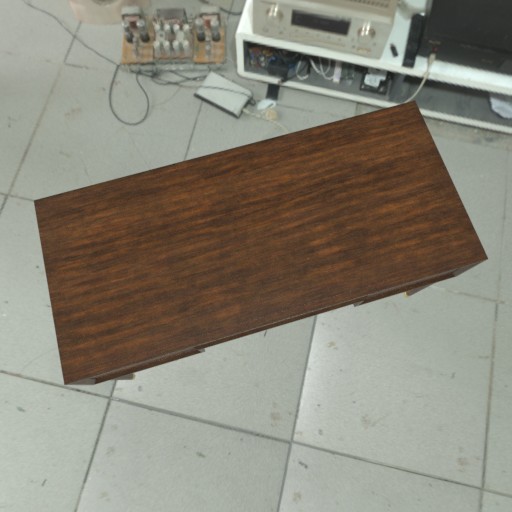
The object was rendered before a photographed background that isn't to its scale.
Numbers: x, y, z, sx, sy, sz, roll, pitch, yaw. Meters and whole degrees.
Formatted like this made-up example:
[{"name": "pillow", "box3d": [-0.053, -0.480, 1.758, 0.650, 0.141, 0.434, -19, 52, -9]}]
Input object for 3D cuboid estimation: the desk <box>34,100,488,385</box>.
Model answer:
[{"name": "desk", "box3d": [0.000, 0.000, 2.035, 1.575, 0.762, 0.724, -16, 74, -5]}]
